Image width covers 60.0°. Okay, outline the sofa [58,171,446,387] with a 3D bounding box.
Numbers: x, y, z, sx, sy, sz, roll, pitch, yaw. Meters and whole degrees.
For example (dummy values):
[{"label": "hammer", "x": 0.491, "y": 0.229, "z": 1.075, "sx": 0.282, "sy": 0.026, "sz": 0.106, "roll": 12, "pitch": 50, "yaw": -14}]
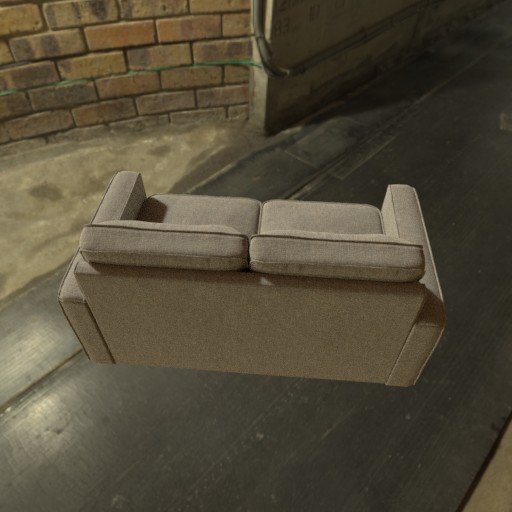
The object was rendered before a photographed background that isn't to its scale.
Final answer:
[{"label": "sofa", "x": 0.000, "y": 0.000, "z": 2.292, "sx": 1.706, "sy": 0.915, "sz": 0.945, "roll": 3, "pitch": 48, "yaw": 3}]
